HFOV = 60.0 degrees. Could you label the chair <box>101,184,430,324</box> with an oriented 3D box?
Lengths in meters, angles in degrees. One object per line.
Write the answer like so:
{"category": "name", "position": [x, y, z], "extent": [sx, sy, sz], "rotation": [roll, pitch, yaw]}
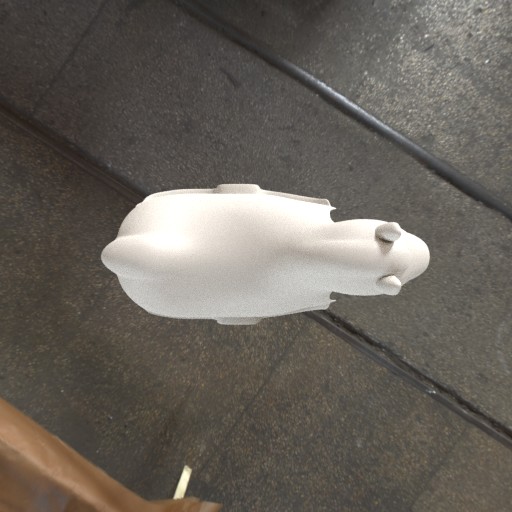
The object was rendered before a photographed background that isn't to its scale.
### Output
{"category": "chair", "position": [0.000, 0.000, 1.133], "extent": [0.800, 0.612, 0.429], "rotation": [0, 91, 0]}
